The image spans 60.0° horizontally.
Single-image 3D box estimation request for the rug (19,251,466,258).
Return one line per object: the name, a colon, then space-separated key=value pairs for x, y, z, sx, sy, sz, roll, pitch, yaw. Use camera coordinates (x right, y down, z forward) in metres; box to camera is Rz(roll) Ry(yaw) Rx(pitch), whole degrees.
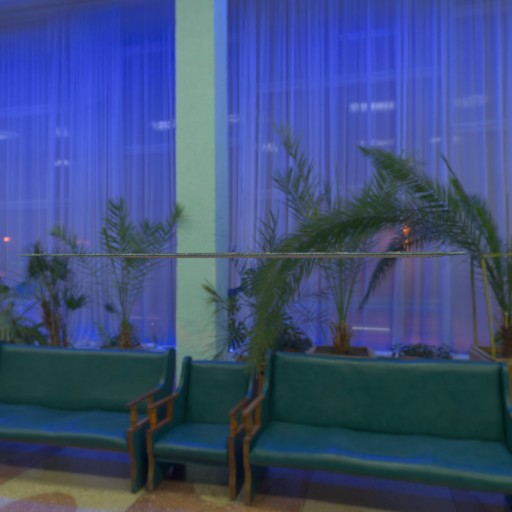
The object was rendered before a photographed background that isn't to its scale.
rug: x=0.000 y=0.000 z=2.834 sx=2.207 sy=0.014 sz=1.567 roll=0 pitch=-1 yaw=16
